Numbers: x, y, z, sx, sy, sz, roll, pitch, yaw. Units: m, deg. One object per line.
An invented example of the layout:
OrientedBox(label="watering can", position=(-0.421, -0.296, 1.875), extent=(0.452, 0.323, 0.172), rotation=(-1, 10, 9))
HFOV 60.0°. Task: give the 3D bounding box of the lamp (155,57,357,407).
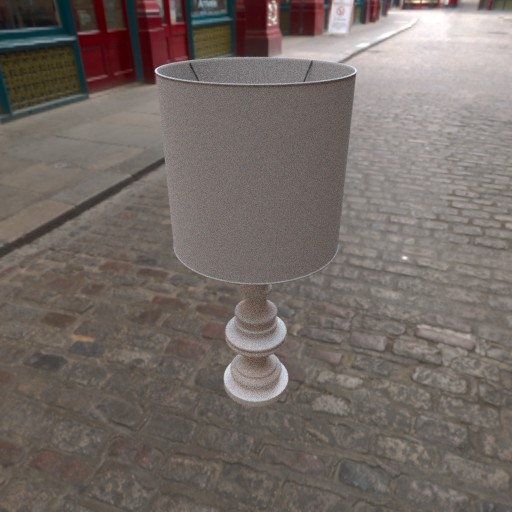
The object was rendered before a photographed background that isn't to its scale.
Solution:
OrientedBox(label="lamp", position=(0.000, 0.000, 0.579), extent=(0.208, 0.455, 0.208), rotation=(11, 32, 18))
